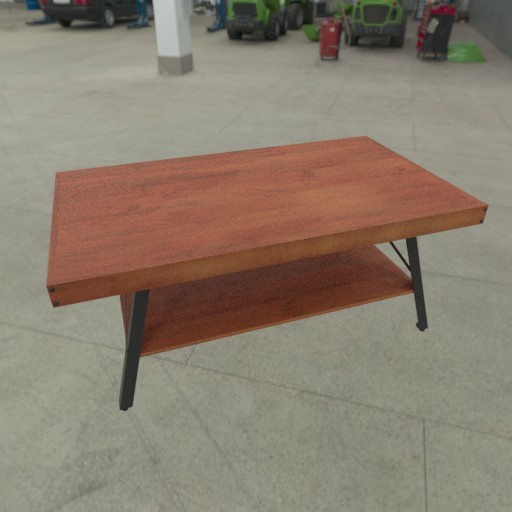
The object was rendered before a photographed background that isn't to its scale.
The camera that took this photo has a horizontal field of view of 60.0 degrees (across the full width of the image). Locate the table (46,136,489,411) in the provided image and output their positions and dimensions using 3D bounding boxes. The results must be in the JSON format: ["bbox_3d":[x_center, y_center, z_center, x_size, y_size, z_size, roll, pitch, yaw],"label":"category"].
[{"bbox_3d":[0.000,0.000,1.366,1.067,0.457,0.610,-11,34,-16],"label":"table"}]
